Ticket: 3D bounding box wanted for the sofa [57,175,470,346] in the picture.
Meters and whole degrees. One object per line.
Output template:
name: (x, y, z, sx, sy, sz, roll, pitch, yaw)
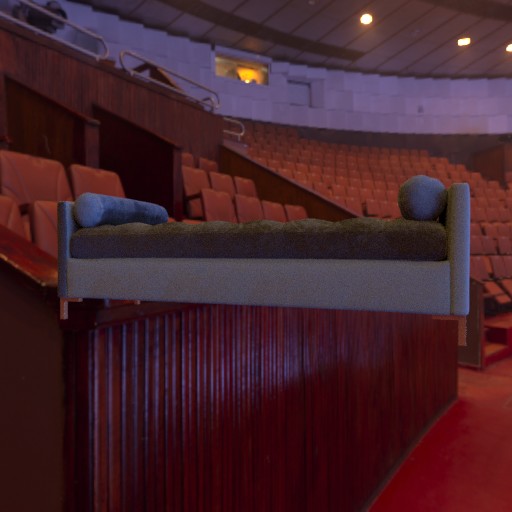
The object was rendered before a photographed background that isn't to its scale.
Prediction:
sofa: (0.000, 0.000, 2.470, 2.102, 0.705, 0.796, 0, 1, 20)
